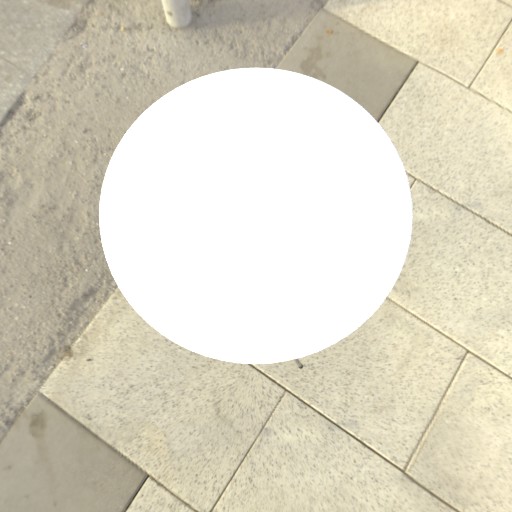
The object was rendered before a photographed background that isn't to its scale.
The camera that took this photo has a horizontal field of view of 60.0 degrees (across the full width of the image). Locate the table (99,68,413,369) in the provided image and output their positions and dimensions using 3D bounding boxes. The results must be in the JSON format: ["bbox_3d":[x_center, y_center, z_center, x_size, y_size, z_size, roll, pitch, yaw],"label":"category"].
[{"bbox_3d":[0.000,0.000,1.653,0.795,1.105,0.792,31,78,7],"label":"table"}]
